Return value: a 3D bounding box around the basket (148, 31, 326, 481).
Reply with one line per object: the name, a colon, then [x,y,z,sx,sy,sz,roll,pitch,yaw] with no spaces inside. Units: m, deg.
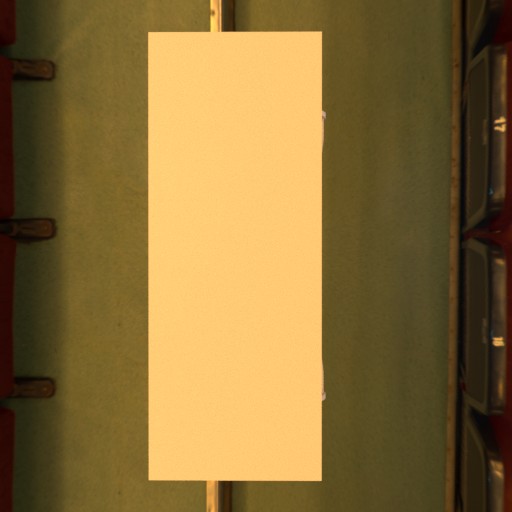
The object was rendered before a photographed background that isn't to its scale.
basket: [0.000,0.000,1.095,0.376,0.625,0.792,0,90,0]
